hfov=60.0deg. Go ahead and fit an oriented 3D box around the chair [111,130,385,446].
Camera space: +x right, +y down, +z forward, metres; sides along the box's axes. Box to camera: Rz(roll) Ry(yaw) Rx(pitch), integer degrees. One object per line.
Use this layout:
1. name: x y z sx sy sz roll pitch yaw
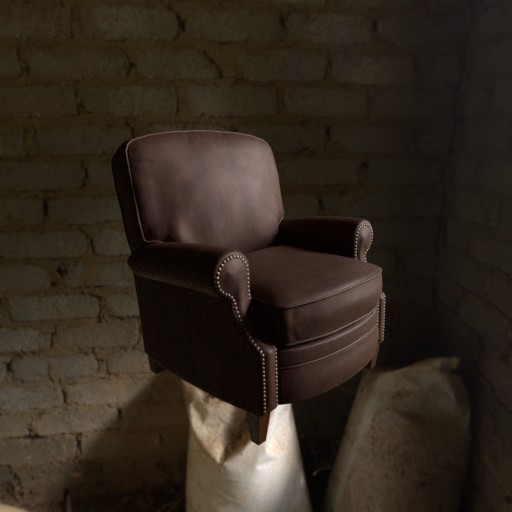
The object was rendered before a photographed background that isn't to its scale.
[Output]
1. chair: 0.000 0.000 1.843 0.986 1.018 0.936 14 20 43
